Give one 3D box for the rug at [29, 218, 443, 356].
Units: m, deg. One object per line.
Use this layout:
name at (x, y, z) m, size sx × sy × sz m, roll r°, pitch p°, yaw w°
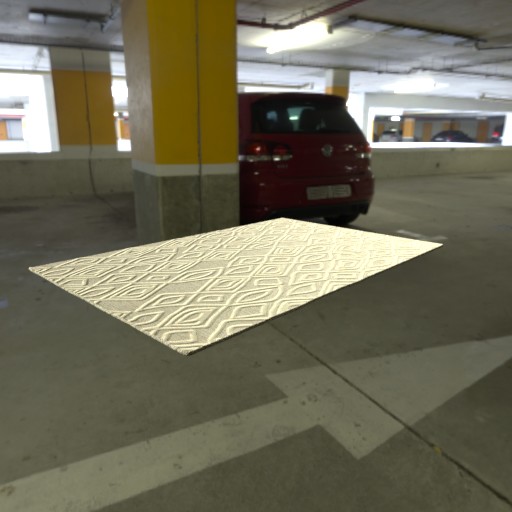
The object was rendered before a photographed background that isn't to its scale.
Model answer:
rug at (0.000, 0.000, 2.309) m, size 1.224 × 0.016 × 1.832 m, roll 14°, pitch 21°, yaw 42°
